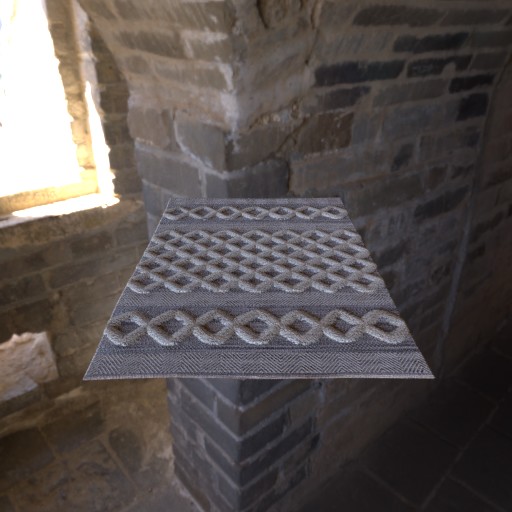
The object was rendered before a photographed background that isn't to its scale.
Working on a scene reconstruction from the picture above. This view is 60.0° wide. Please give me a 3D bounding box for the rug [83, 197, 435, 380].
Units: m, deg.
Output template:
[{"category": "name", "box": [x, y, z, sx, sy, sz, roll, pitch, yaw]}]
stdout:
[{"category": "rug", "box": [0.000, 0.000, 2.333, 1.222, 0.030, 1.823, 0, 27, 0]}]
